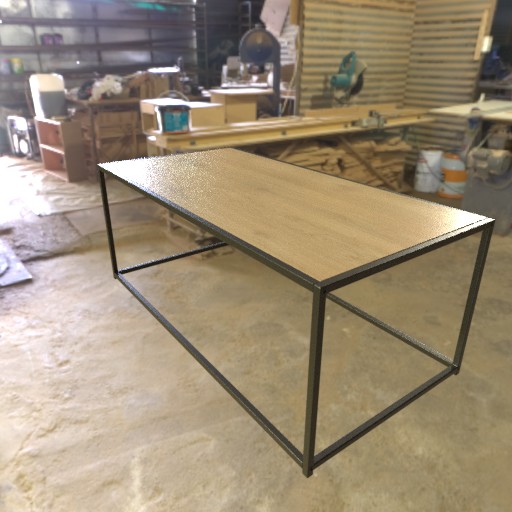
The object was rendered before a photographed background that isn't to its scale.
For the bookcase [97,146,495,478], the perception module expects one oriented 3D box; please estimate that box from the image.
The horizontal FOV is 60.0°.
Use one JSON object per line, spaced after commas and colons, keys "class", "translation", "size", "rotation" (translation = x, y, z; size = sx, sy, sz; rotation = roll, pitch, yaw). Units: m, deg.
{"class": "bookcase", "translation": [0.000, 0.000, 1.233], "size": [0.500, 0.400, 1.000], "rotation": [-17, 29, -33]}
